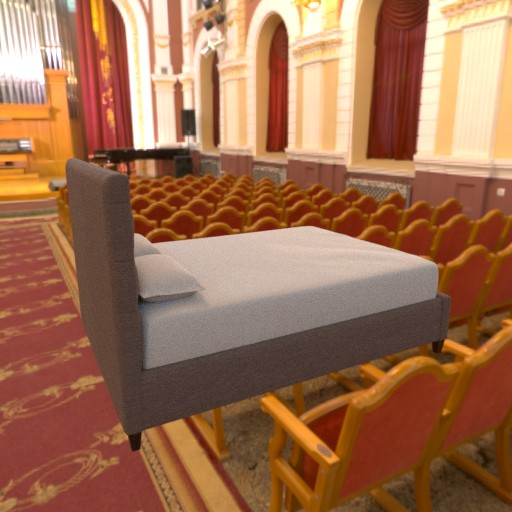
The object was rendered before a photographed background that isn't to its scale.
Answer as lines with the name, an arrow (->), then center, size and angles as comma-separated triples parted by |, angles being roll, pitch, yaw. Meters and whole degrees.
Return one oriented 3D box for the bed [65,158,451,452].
bed -> 0.000, 0.000, 3.343 | 2.387, 1.427, 1.698 | -8, 17, -27
